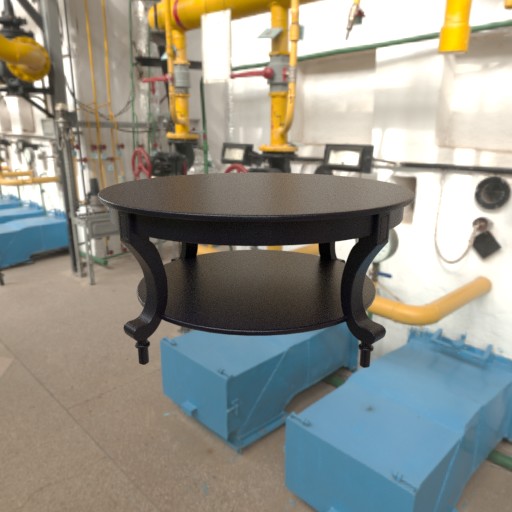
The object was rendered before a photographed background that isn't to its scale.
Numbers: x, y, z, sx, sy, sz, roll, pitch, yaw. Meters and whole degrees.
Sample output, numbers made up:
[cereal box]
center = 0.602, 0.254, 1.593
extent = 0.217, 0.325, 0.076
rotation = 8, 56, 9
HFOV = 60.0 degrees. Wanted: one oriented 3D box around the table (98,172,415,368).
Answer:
[table]
center = 0.000, 0.000, 1.583
extent = 1.029, 0.491, 1.029
rotation = 0, 16, 0
